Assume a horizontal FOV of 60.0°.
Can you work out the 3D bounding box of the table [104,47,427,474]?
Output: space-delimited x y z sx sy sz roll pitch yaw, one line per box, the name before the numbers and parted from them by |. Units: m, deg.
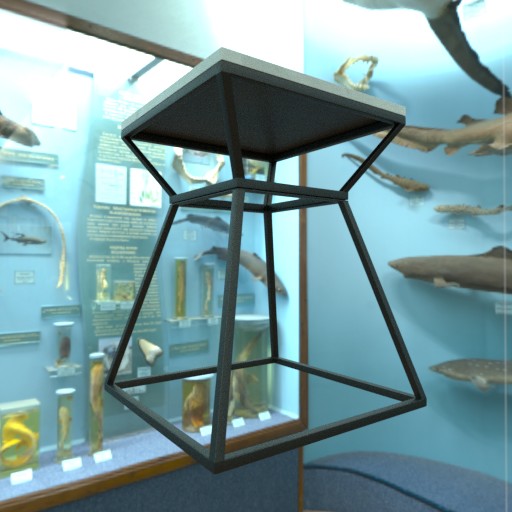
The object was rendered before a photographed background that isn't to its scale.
table | 0.000 0.000 0.877 0.455 0.559 0.455 0 -1 -36
